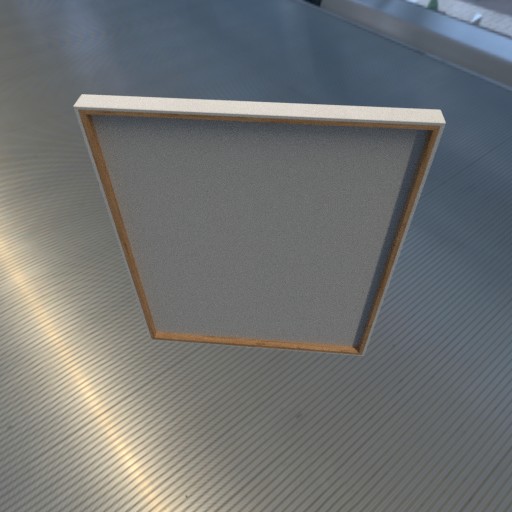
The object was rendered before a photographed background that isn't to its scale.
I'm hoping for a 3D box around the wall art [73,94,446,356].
[{"bbox_3d":[0.000,0.000,0.836,0.508,0.606,0.037,4,48,3],"label":"wall art"}]
